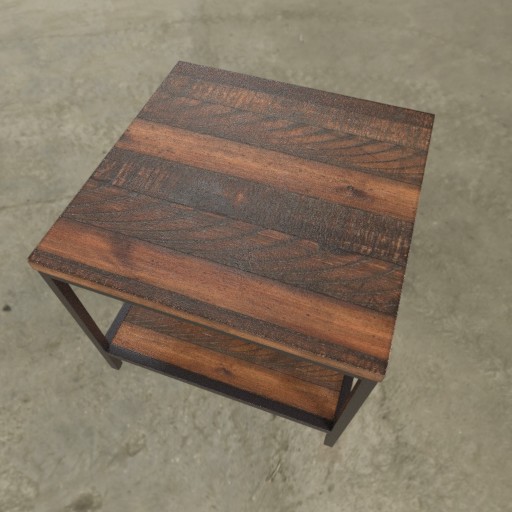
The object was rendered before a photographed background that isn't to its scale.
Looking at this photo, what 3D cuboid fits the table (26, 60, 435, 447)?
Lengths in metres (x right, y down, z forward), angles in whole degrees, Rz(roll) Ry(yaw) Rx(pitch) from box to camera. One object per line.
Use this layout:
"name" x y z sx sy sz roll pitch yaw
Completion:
"table" 0.000 0.000 0.968 0.548 0.482 0.553 16 57 11
